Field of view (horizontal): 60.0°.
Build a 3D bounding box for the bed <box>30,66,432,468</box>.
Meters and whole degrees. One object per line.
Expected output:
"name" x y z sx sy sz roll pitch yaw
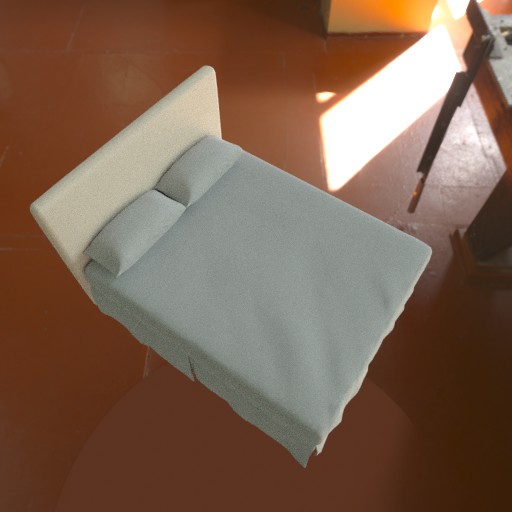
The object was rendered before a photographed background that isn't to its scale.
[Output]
"bed" 0.000 0.000 3.173 2.142 1.330 1.748 31 63 18
